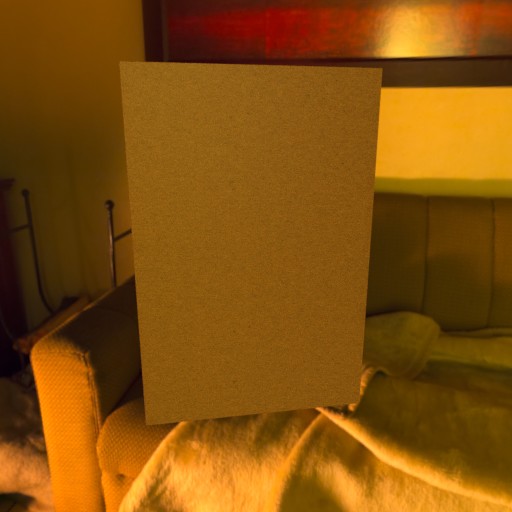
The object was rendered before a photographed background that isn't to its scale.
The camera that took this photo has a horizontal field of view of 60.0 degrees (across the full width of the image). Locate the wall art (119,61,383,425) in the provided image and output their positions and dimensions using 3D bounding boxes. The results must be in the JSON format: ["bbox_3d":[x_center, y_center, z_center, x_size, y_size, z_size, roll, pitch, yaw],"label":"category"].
[{"bbox_3d":[0.000,0.000,1.149,0.610,0.914,0.037,-3,15,-10],"label":"wall art"}]
